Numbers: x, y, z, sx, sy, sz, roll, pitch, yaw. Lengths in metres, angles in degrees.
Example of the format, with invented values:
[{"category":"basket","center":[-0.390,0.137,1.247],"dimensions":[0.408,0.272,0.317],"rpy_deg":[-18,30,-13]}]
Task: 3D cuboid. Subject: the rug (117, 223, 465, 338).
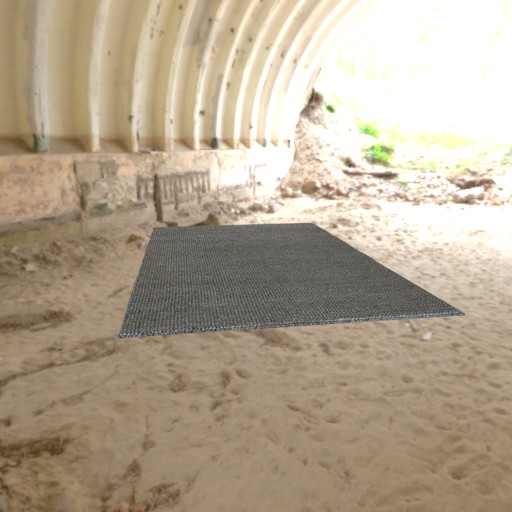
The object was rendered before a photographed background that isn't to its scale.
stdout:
[{"category":"rug","center":[0.000,0.000,3.071],"dimensions":[1.538,0.021,2.443],"rpy_deg":[-2,14,-9]}]
